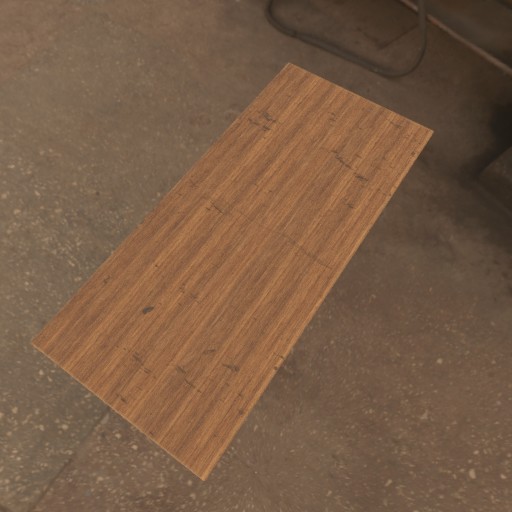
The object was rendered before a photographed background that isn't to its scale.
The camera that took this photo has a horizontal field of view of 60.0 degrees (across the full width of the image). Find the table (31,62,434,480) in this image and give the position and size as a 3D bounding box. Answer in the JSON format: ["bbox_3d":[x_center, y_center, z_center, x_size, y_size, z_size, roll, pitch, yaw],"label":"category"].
[{"bbox_3d":[0.000,0.000,2.639,1.000,0.757,2.200,32,68,14],"label":"table"}]
